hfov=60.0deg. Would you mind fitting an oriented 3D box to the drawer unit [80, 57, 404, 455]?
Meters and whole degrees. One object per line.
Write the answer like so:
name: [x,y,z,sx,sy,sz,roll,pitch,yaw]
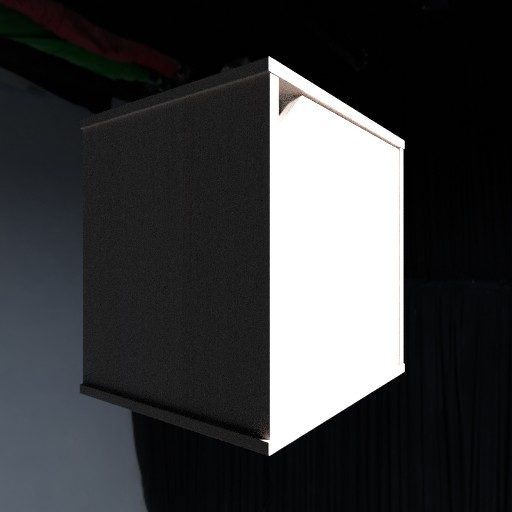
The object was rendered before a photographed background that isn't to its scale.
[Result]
drawer unit: [0.000,0.000,0.608,0.290,0.344,0.349,0,0,37]
